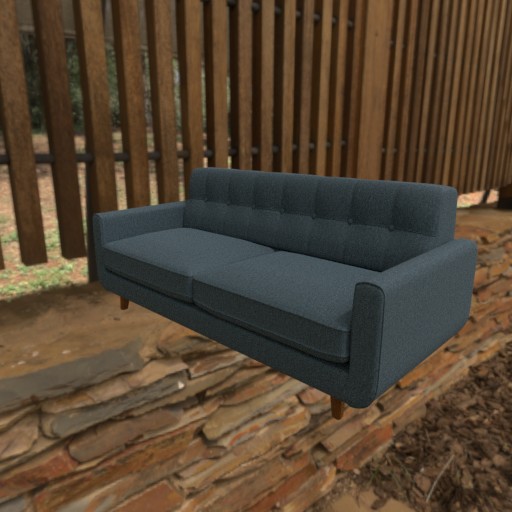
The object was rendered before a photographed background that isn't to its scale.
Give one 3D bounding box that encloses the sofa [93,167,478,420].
[{"bbox_3d":[0.000,0.000,2.505,2.055,0.884,0.942,14,21,42],"label":"sofa"}]
